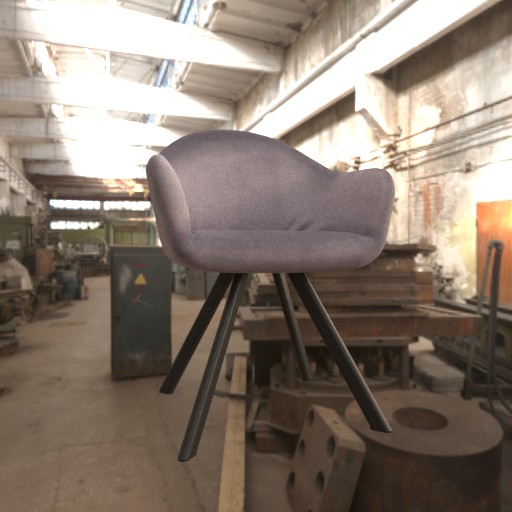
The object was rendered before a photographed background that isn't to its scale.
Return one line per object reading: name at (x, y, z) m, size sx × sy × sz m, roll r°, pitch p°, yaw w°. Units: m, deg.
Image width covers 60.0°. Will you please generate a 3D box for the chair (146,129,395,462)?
chair at (0.000, 0.000, 1.168) m, size 0.570 × 0.780 × 0.540 m, roll 0°, pitch 1°, yaw -17°
